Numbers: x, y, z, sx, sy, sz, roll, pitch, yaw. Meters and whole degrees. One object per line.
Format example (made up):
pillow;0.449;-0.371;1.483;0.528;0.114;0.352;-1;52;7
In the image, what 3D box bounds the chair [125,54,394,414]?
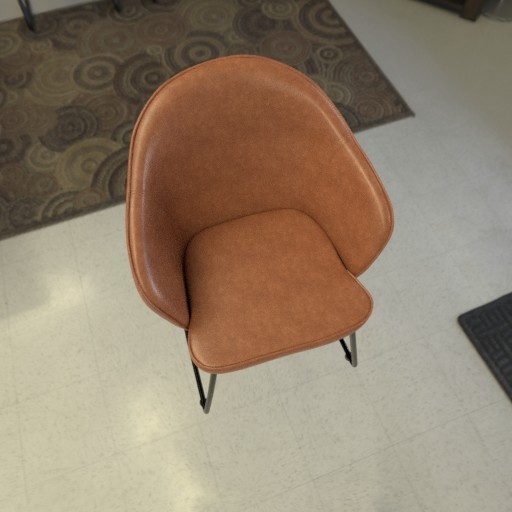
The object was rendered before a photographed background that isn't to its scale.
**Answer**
chair;0.000;0.000;1.174;0.582;0.785;0.580;-16;63;-8
